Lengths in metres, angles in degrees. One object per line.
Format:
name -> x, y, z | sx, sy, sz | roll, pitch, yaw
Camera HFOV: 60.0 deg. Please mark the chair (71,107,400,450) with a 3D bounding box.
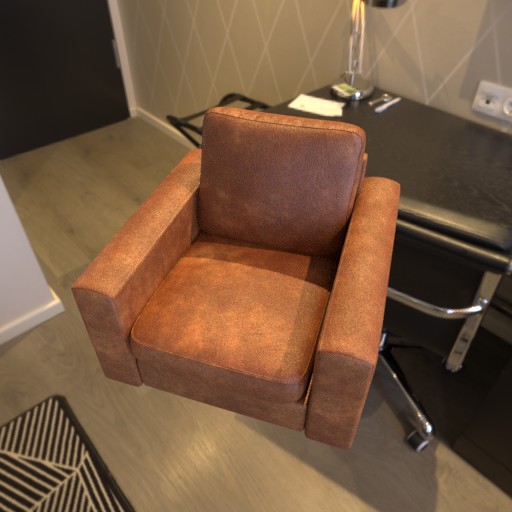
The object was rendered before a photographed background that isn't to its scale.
chair -> 0.000, 0.000, 1.754 | 1.005, 0.873, 1.016 | 12, 43, 13
